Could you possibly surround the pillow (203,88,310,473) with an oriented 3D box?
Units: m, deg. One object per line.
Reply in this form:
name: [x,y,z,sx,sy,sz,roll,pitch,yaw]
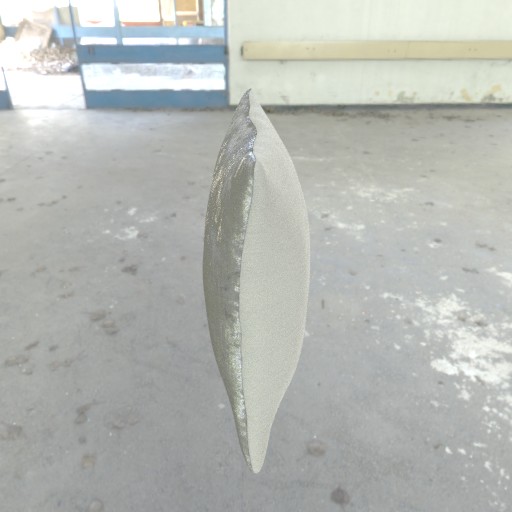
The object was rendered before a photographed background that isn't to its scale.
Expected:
pillow: [0.000,0.000,0.735,0.175,0.464,0.470,0,28,0]
